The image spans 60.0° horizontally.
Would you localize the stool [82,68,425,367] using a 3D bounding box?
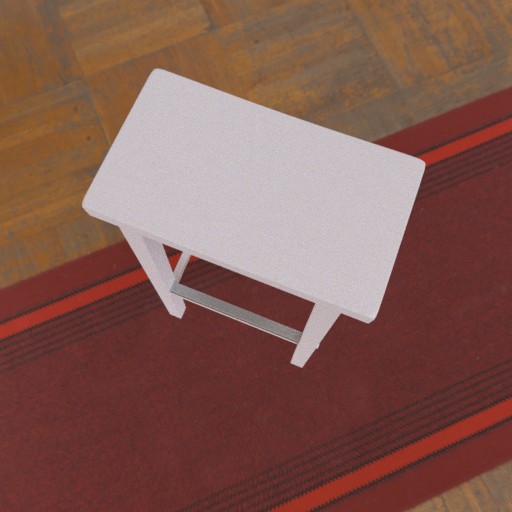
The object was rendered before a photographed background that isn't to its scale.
[{"bbox_3d":[0.000,0.000,0.945,0.406,0.742,0.322,21,76,6],"label":"stool"}]
